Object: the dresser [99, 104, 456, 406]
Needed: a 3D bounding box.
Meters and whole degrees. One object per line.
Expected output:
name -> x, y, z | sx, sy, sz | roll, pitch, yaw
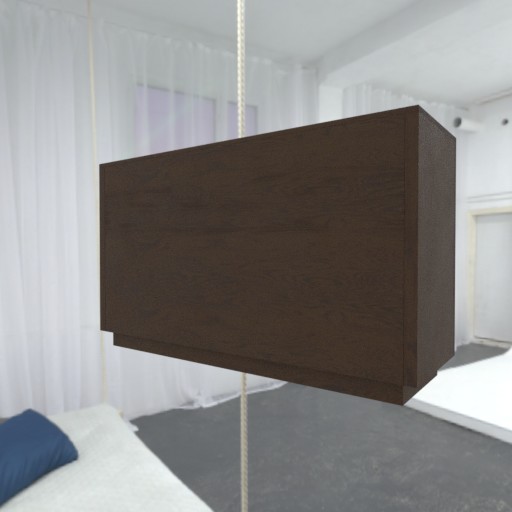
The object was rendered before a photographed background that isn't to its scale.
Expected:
dresser -> 0.000, 0.000, 1.928 | 1.523, 0.889, 0.512 | 1, 1, 36
